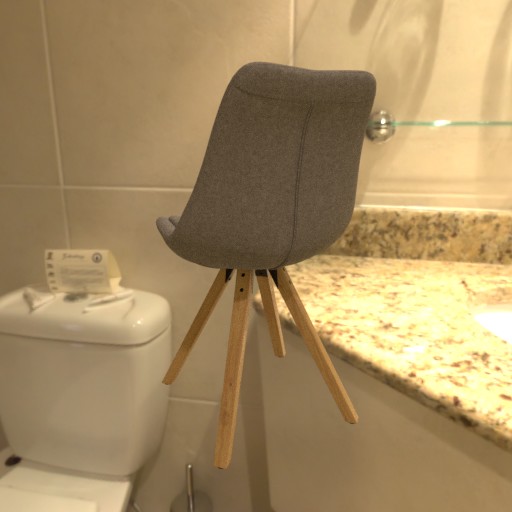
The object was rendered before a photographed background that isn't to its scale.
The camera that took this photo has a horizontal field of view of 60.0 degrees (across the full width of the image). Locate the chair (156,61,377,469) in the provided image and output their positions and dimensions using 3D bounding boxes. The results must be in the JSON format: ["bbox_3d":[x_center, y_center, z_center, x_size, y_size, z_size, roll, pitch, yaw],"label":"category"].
[{"bbox_3d":[0.000,0.000,1.174,0.483,0.865,0.550,-7,16,-26],"label":"chair"}]
